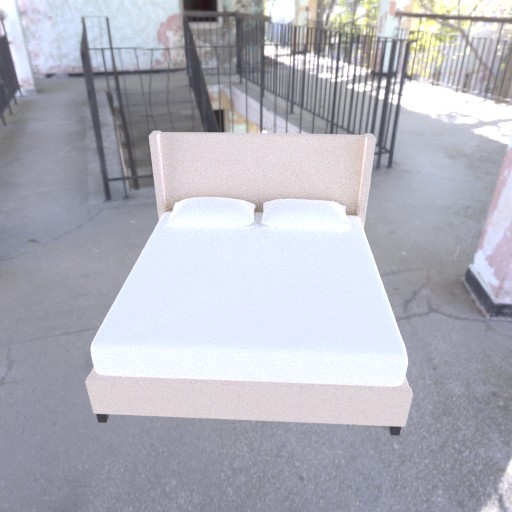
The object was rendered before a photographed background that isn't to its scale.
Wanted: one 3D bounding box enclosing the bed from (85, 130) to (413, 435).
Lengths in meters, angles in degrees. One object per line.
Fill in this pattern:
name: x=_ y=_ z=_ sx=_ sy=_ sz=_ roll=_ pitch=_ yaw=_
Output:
bed: x=0.000 y=0.000 z=3.694 sx=2.145 sy=1.471 sz=2.293 roll=1 pitch=30 yaw=3
